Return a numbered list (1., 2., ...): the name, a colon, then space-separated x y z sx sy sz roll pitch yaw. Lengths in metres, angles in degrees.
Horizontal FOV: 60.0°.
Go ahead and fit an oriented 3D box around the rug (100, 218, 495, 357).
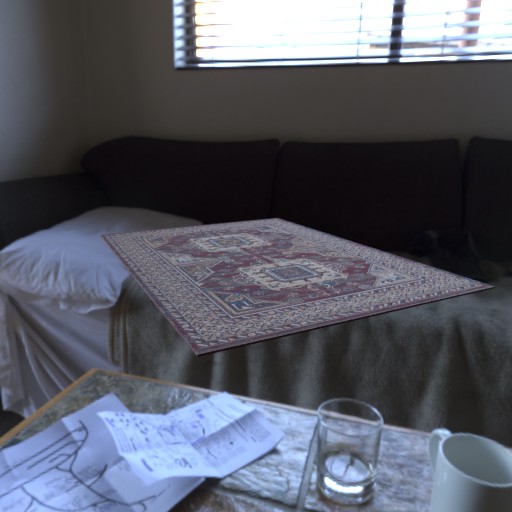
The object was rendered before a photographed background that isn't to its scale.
1. rug: 0.000 0.000 2.855 1.599 0.011 2.210 -8 17 -26
